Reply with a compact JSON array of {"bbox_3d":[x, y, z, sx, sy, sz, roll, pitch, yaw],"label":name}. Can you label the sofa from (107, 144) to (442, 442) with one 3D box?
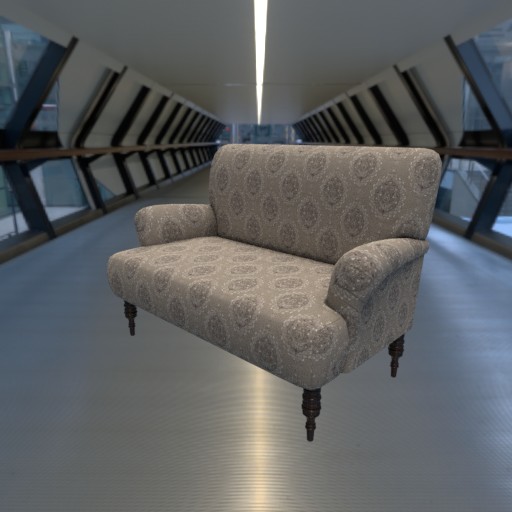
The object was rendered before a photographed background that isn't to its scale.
[{"bbox_3d":[0.000,0.000,1.862,1.297,0.889,0.779,15,21,43],"label":"sofa"}]
